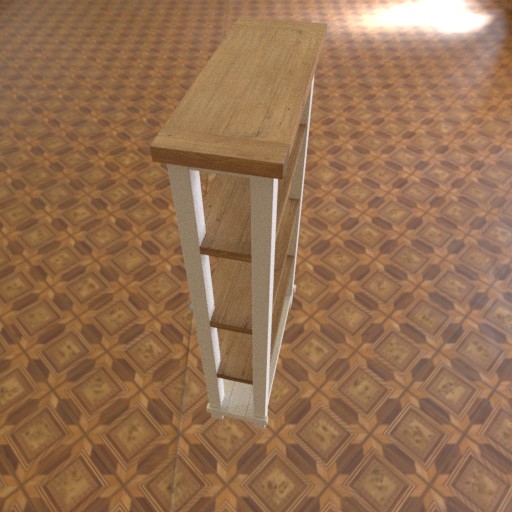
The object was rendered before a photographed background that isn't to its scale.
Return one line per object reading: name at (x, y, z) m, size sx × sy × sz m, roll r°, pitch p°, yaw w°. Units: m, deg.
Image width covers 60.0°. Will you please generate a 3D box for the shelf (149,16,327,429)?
shelf at (0.000, 0.000, 2.233) m, size 0.381 × 1.878 × 1.022 m, roll 9°, pitch 48°, yaw 9°
